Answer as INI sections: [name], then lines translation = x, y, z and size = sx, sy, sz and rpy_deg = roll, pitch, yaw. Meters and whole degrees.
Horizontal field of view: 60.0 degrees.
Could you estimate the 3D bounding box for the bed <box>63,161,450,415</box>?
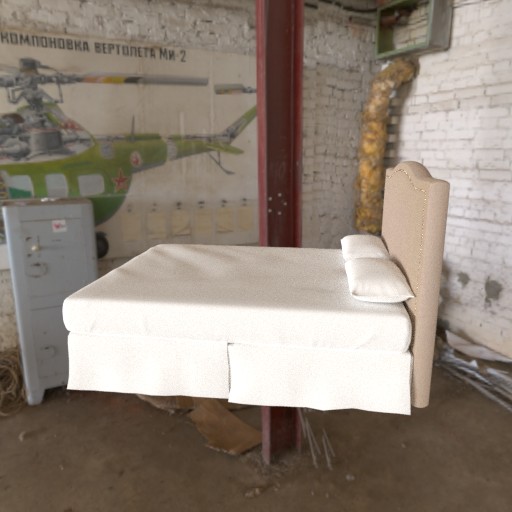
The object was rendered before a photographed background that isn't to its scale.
[bed]
translation = 0.000, 0.000, 3.404
size = 2.282, 1.436, 1.821
rpy_deg = 2, 14, 8
